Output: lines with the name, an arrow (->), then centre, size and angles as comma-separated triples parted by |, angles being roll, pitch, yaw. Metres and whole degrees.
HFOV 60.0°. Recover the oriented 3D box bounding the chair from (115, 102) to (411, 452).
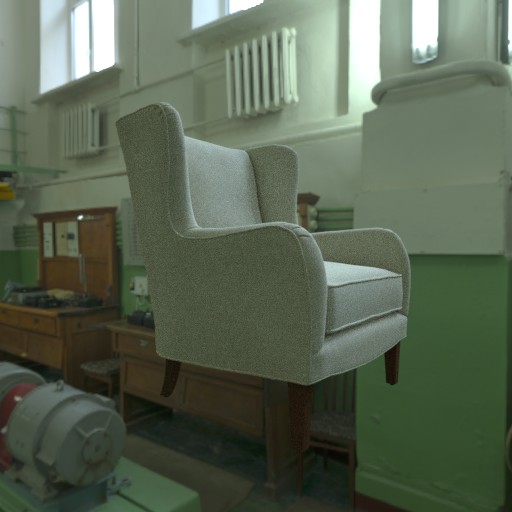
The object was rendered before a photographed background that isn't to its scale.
chair -> 0.000, 0.000, 1.726 | 0.966, 1.040, 0.838 | 1, 1, 36
